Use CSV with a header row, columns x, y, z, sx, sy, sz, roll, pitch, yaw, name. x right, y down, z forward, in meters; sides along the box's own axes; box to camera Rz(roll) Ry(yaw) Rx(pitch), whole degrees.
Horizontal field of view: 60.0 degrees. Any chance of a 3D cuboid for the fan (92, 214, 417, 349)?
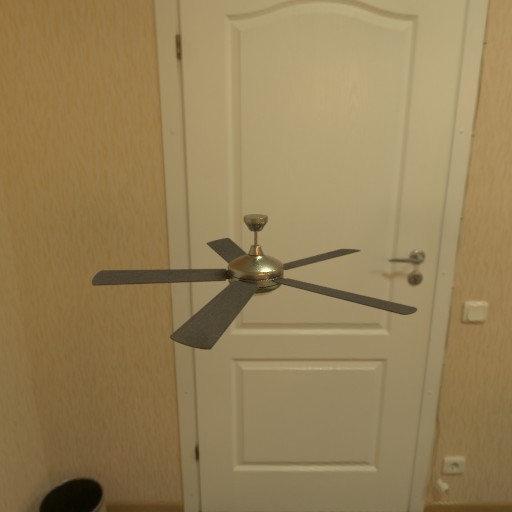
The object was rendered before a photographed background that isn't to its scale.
x,y,z,sx,sy,sz,roll,pitch,yaw,name
0.000,0.000,1.957,1.321,0.356,1.321,-9,18,-28,fan
